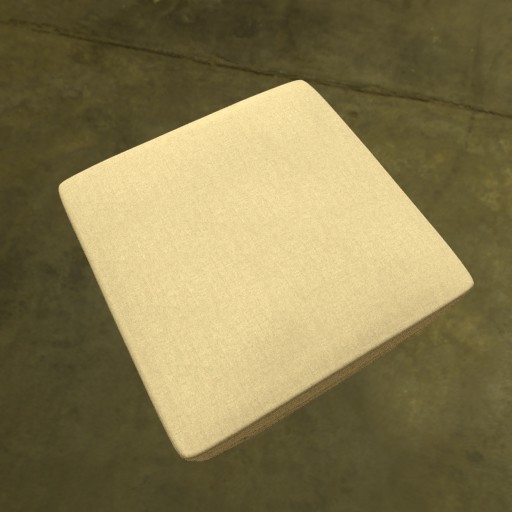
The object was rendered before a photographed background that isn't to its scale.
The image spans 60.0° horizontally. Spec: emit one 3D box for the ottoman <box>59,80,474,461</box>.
[{"bbox_3d":[0.000,0.000,1.319,0.843,0.436,0.840,-27,68,-12],"label":"ottoman"}]
